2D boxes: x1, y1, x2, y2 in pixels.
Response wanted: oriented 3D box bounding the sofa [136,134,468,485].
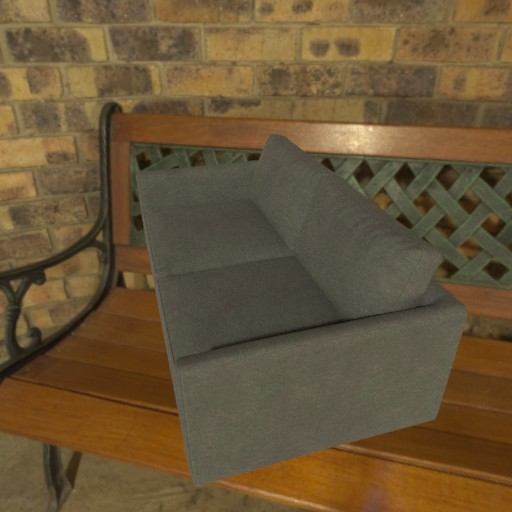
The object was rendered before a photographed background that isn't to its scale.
[{"bbox_3d":[0.000,0.000,2.381,1.091,0.845,1.909,-9,31,-15],"label":"sofa"}]
